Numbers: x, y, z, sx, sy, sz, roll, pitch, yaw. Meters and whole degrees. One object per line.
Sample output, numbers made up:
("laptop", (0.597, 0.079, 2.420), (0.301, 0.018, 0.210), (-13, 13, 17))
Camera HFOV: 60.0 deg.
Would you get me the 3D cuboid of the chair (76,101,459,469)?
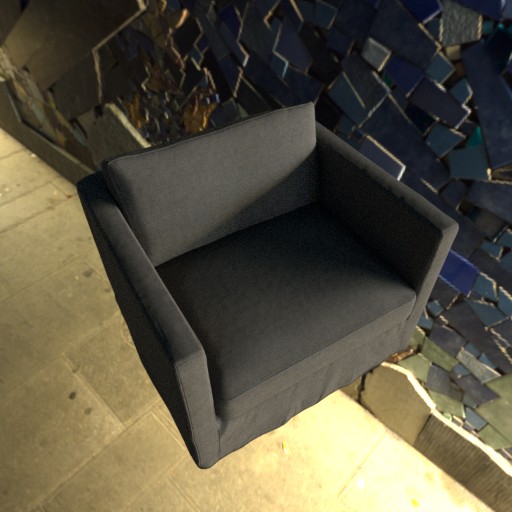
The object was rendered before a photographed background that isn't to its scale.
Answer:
("chair", (0.000, 0.000, 1.730), (1.057, 0.863, 0.949), (-23, 50, -21))
